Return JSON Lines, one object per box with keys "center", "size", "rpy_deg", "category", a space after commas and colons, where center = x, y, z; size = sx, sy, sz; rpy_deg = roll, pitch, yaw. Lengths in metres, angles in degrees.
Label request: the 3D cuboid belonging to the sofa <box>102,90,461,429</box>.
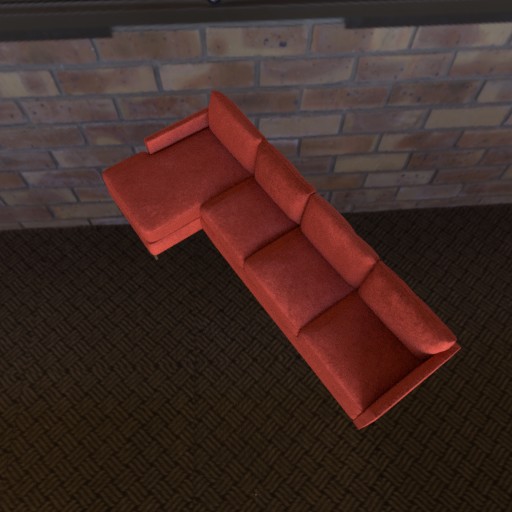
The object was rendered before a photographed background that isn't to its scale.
{"center": [0.000, 0.000, 4.093], "size": [1.500, 0.967, 3.400], "rpy_deg": [-32, 66, -16], "category": "sofa"}
